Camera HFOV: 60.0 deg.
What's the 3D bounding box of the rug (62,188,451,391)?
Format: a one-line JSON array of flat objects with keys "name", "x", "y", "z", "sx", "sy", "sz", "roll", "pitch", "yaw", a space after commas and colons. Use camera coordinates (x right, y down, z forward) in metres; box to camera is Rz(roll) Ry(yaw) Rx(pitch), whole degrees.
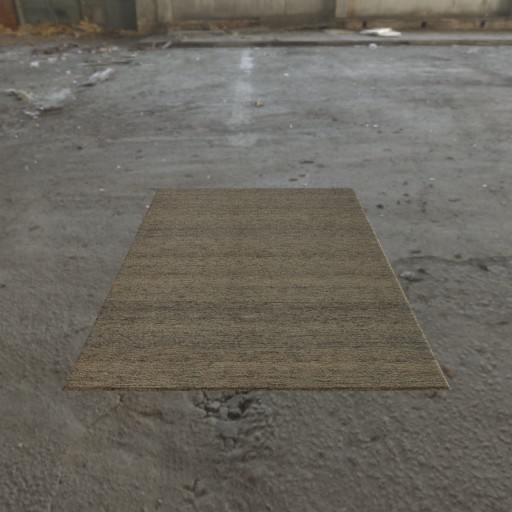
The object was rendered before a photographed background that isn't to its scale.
[{"name": "rug", "x": 0.000, "y": 0.000, "z": 4.114, "sx": 2.414, "sy": 0.036, "sz": 3.199, "roll": 0, "pitch": 32, "yaw": 0}]
